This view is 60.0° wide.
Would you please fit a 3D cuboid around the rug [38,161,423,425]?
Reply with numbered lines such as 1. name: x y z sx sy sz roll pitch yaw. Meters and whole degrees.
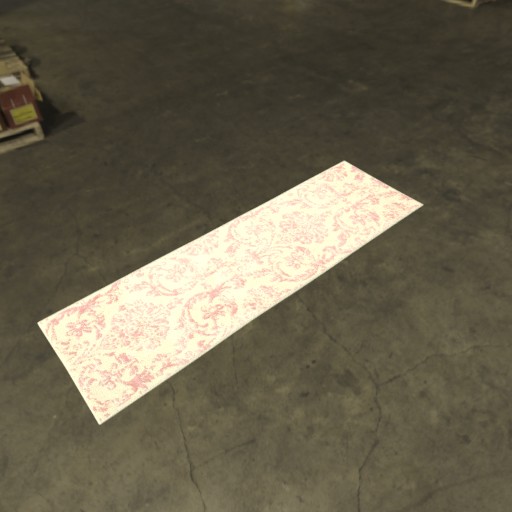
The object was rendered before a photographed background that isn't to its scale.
1. rug: 0.000 0.000 2.455 2.196 0.011 0.662 -31 52 -27
